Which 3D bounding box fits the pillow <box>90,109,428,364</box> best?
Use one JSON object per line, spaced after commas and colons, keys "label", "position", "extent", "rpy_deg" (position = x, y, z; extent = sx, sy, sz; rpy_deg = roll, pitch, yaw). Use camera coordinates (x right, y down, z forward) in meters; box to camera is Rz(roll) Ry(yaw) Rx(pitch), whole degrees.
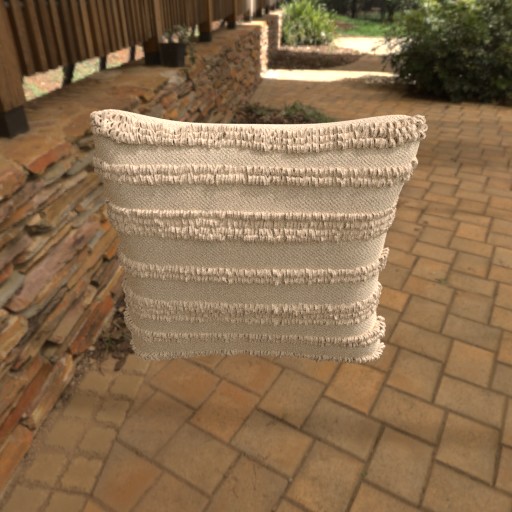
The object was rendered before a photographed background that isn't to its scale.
{"label": "pillow", "position": [0.000, 0.000, 0.665], "extent": [0.437, 0.427, 0.145], "rpy_deg": [1, 32, 2]}
